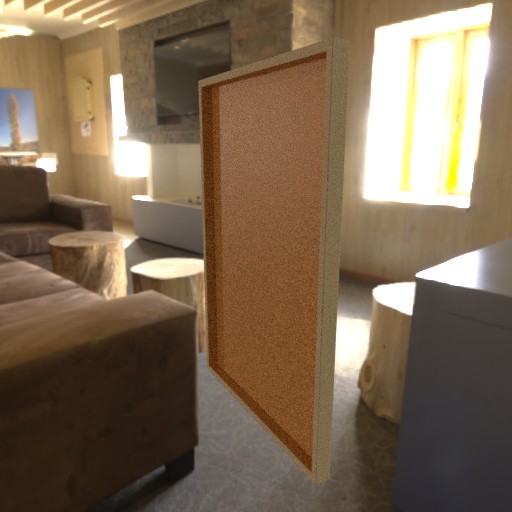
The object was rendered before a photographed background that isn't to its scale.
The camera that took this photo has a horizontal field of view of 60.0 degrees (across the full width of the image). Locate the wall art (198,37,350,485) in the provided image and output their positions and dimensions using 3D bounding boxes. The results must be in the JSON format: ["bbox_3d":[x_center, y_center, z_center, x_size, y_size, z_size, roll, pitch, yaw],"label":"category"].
[{"bbox_3d":[0.000,0.000,1.142,0.038,0.914,0.610,-8,16,-28],"label":"wall art"}]
